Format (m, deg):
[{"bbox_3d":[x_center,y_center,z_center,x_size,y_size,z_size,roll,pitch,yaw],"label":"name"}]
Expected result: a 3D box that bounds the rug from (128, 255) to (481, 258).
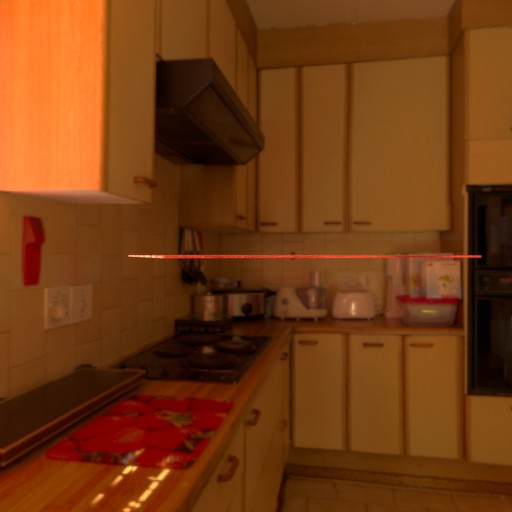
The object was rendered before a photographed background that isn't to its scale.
[{"bbox_3d":[0.000,0.000,2.372,1.223,0.008,1.817,0,0,-19],"label":"rug"}]
